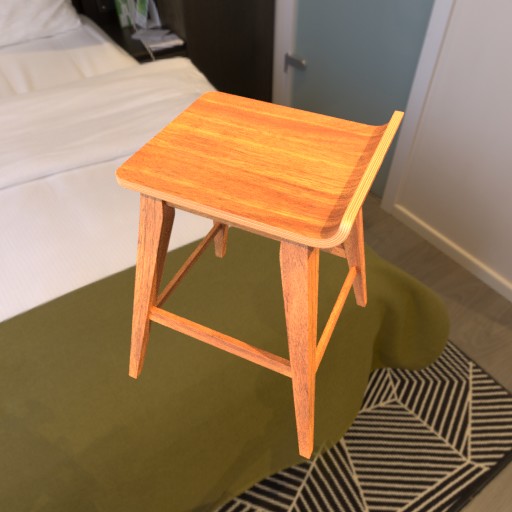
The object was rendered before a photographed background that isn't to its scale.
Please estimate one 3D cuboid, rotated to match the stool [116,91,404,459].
[{"bbox_3d":[0.000,0.000,1.006,0.500,0.650,0.500,19,49,17],"label":"stool"}]
